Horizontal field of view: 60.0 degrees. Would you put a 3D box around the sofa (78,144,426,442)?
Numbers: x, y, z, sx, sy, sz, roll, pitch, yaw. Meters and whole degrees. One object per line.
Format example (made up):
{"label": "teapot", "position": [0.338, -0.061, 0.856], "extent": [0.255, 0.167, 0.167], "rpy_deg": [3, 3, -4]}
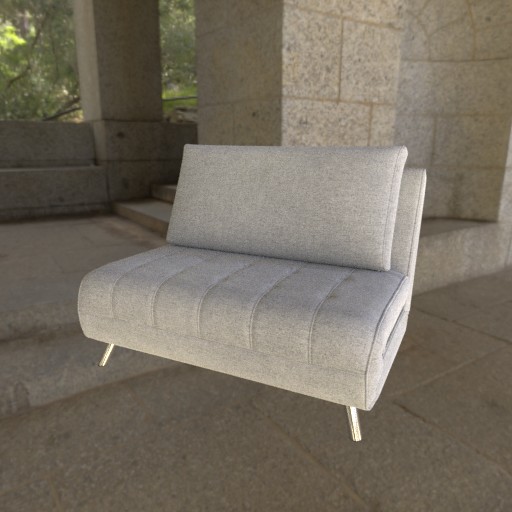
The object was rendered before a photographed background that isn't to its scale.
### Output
{"label": "sofa", "position": [0.000, 0.000, 1.879], "extent": [1.220, 0.910, 0.910], "rpy_deg": [7, 16, 25]}
